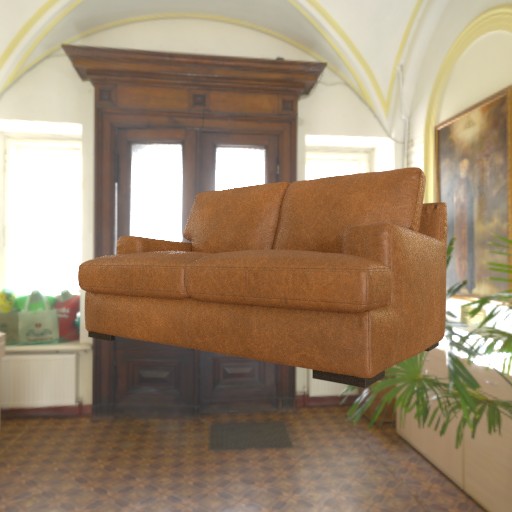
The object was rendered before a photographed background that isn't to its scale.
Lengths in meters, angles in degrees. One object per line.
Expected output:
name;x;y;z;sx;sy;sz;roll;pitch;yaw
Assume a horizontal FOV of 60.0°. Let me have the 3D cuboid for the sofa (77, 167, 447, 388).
sofa;0.000;0.000;2.532;1.880;0.966;1.144;0;0;37
